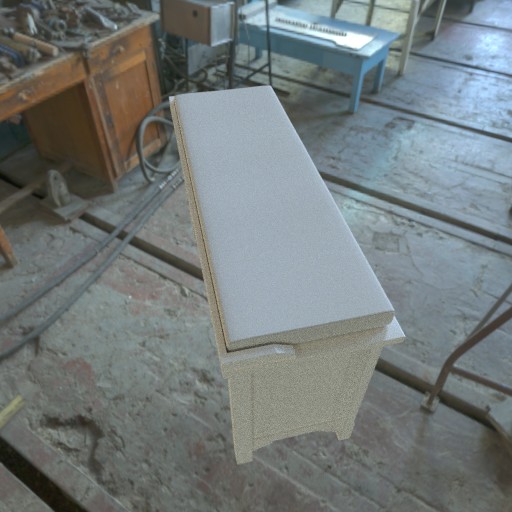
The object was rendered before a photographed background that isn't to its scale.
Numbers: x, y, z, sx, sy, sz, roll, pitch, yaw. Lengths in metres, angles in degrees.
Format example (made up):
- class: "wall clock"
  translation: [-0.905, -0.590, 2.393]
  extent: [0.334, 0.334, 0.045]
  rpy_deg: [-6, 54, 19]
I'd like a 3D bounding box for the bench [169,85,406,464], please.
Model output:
- class: "bench"
  translation: [0.000, 0.000, 1.310]
  extent: [0.346, 0.589, 0.987]
  rpy_deg: [-9, 47, -9]
